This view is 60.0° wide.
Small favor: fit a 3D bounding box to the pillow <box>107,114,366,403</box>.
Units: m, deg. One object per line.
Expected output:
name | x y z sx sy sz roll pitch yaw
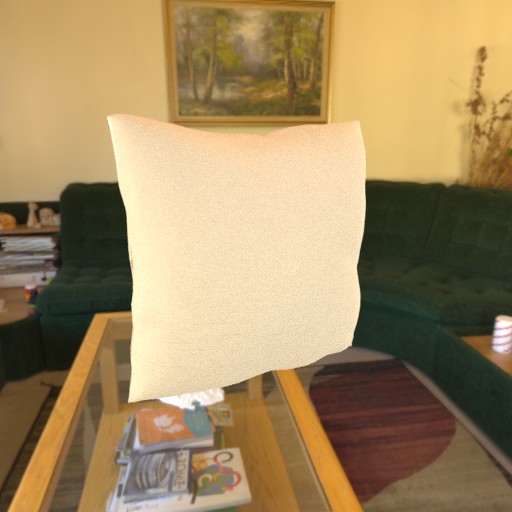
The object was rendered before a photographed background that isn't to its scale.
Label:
pillow | 0.000 0.000 0.742 0.450 0.448 0.245 -8 18 -26
